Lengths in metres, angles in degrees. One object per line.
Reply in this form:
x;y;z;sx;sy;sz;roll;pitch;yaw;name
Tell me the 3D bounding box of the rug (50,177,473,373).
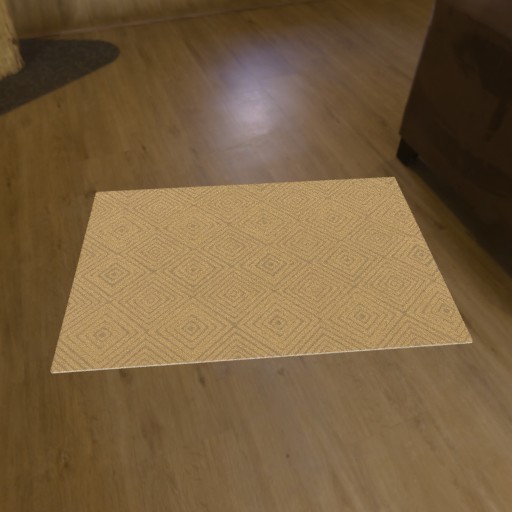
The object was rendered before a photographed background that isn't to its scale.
0.000;0.000;2.218;1.753;0.008;1.143;-3;47;-3;rug
